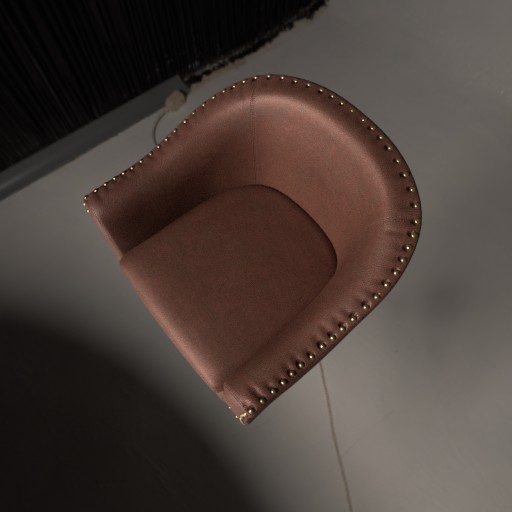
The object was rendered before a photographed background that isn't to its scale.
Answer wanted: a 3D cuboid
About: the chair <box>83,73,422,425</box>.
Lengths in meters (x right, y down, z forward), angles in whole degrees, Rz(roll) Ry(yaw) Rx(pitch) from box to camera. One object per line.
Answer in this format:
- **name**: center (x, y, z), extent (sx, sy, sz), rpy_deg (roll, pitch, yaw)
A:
- **chair**: center (0.000, 0.000, 1.450), extent (0.748, 0.823, 0.794), rpy_deg (-37, 70, -16)
